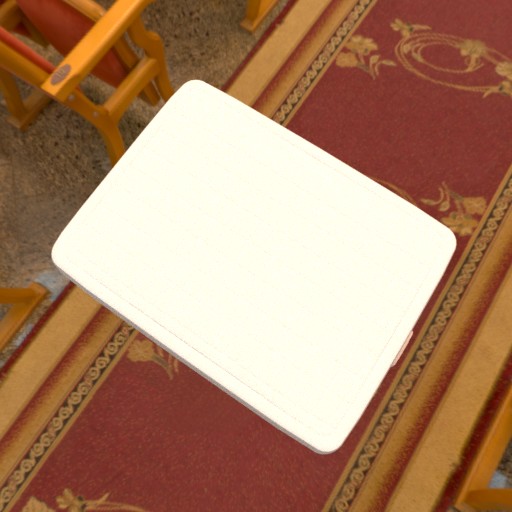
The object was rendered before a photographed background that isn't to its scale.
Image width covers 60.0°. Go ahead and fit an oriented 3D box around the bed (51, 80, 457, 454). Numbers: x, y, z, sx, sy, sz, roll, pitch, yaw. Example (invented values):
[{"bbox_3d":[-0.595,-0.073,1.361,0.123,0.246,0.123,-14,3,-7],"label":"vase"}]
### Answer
[{"bbox_3d":[0.000,0.000,2.710,2.036,0.460,1.520,33,78,8],"label":"bed"}]
